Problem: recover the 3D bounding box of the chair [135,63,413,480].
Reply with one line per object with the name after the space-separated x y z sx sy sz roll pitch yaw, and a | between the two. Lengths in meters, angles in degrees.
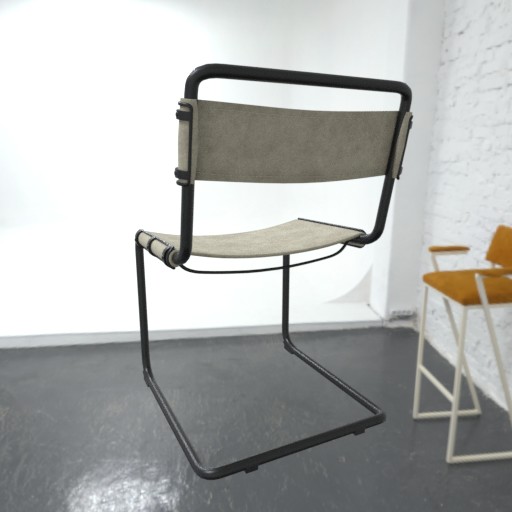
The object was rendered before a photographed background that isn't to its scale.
0.000 0.000 1.057 0.499 0.747 0.497 -6 14 -26 | chair
